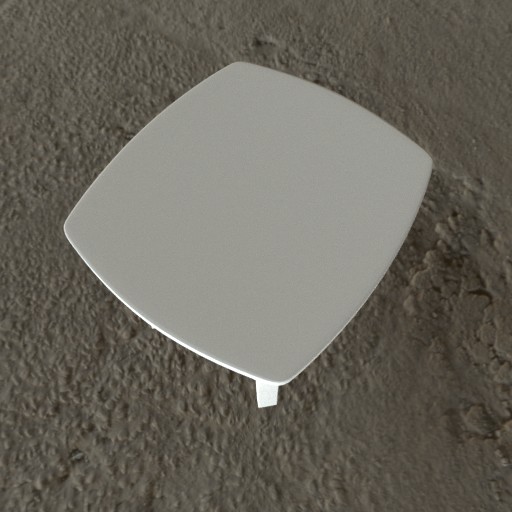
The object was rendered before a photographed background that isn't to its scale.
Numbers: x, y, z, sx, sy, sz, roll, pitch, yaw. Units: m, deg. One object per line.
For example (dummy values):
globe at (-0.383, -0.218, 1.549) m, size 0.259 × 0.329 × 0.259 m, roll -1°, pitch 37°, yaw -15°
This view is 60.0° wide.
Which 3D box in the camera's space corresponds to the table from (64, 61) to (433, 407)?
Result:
table at (0.000, 0.000, 0.871) m, size 0.451 × 0.438 × 0.502 m, roll 32°, pitch 67°, yaw 15°
